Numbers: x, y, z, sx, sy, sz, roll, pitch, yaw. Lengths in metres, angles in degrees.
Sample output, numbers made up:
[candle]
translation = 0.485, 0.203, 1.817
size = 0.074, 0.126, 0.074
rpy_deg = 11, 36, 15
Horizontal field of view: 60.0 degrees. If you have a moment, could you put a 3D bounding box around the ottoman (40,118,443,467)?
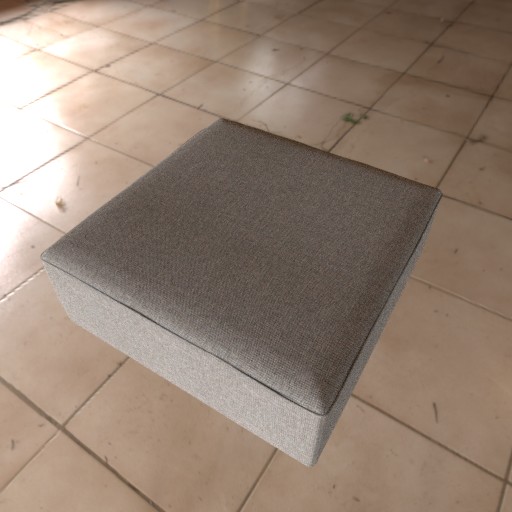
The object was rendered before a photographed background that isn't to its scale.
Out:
[ottoman]
translation = 0.000, 0.000, 1.620
size = 1.017, 0.423, 1.023
rpy_deg = 25, 51, 21
